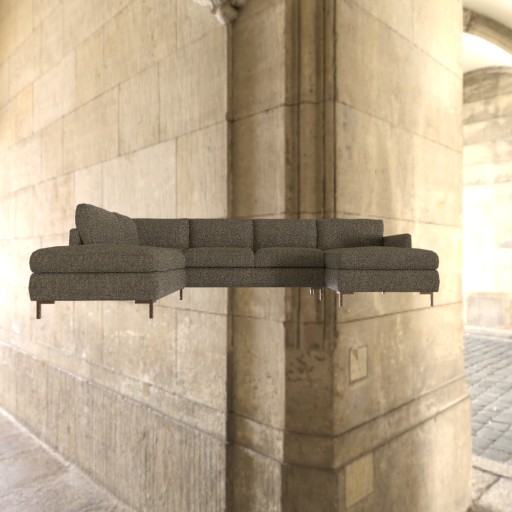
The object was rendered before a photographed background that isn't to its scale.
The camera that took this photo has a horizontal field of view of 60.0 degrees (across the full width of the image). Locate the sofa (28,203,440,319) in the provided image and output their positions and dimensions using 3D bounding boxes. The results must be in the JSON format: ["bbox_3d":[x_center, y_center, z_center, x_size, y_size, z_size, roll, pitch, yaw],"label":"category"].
[{"bbox_3d":[0.000,0.000,3.562,2.737,0.756,1.879,0,0,-1],"label":"sofa"}]
